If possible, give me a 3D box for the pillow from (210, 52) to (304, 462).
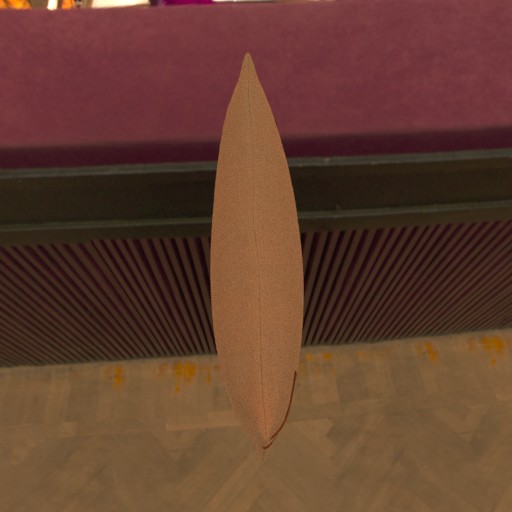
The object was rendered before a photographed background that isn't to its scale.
[{"bbox_3d":[0.000,0.000,0.737,0.148,0.308,0.612,-2,63,-1],"label":"pillow"}]
